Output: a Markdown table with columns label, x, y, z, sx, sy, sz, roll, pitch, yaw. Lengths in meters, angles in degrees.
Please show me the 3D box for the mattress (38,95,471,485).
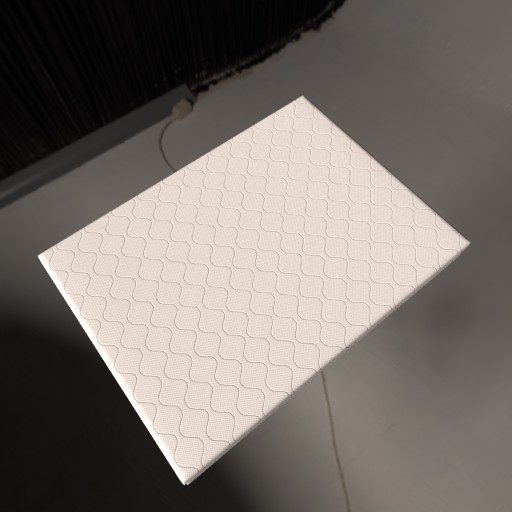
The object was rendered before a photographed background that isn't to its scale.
| label | x | y | z | sx | sy | sz | roll | pitch | yaw |
| --- | --- | --- | --- | --- | --- | --- | --- | --- | --- |
| mattress | 0.000 | 0.000 | 2.475 | 1.900 | 0.200 | 1.400 | -35 | 69 | -16 |
